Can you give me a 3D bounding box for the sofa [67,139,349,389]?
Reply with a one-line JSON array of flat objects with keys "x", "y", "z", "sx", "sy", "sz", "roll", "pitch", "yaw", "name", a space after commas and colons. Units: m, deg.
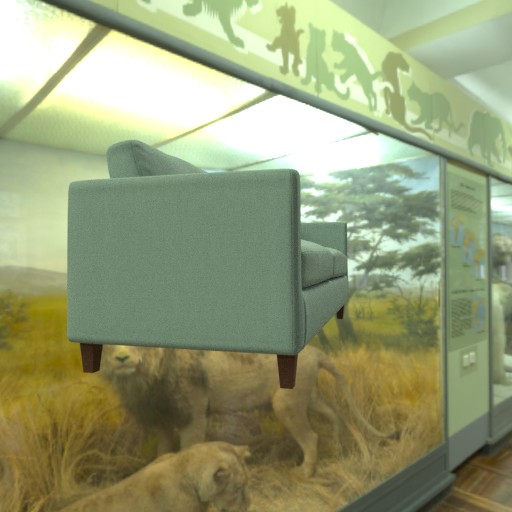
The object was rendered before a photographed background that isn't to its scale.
[{"x": 0.000, "y": 0.000, "z": 2.651, "sx": 0.951, "sy": 0.965, "sz": 2.208, "roll": 0, "pitch": -1, "yaw": 16, "name": "sofa"}]
